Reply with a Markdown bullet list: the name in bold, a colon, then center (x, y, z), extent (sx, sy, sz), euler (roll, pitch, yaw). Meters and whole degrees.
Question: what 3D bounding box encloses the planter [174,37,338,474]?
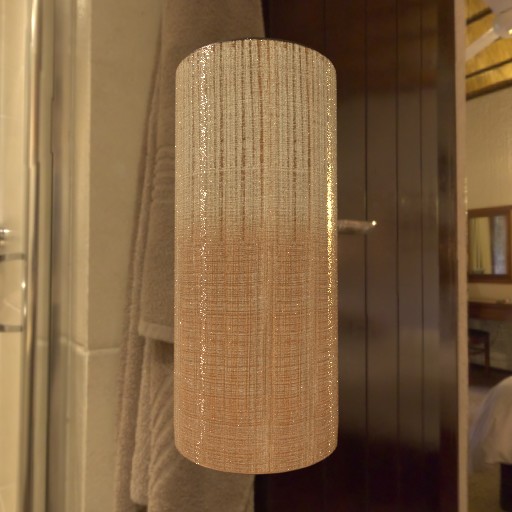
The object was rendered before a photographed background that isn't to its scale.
- **planter**: center (0.000, 0.000, 0.277), extent (0.100, 0.227, 0.100), euler (-1, -2, 19)
